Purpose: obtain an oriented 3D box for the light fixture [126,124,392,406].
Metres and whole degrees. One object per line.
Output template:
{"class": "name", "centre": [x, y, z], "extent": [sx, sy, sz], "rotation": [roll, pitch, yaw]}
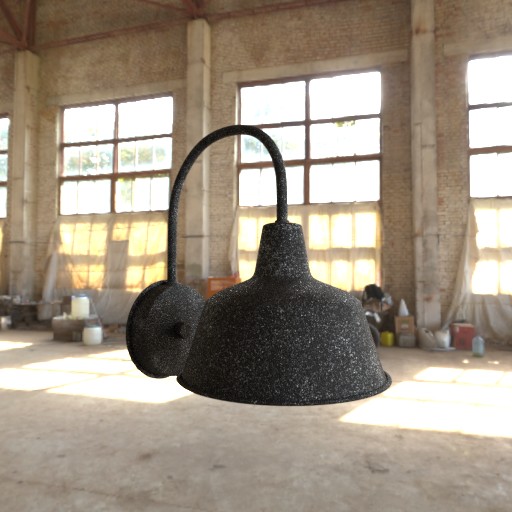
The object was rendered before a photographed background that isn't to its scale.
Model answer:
{"class": "light fixture", "centre": [0.000, 0.000, 0.481], "extent": [0.283, 0.300, 0.216], "rotation": [-2, -3, 36]}
